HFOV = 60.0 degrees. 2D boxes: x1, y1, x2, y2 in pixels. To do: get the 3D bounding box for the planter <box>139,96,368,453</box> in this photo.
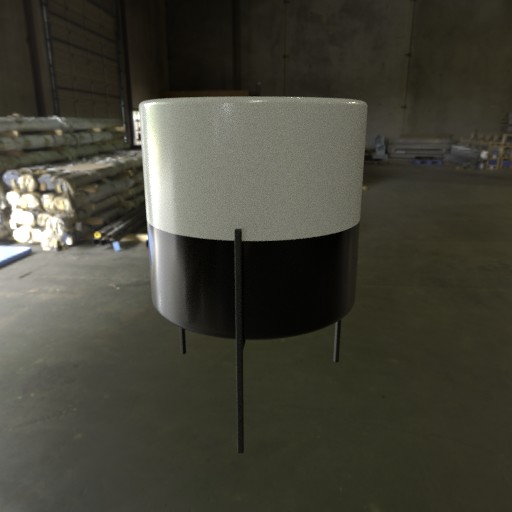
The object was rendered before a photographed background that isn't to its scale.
[{"bbox_3d":[0.000,0.000,0.658,0.310,0.432,0.310,-3,17,-9],"label":"planter"}]
